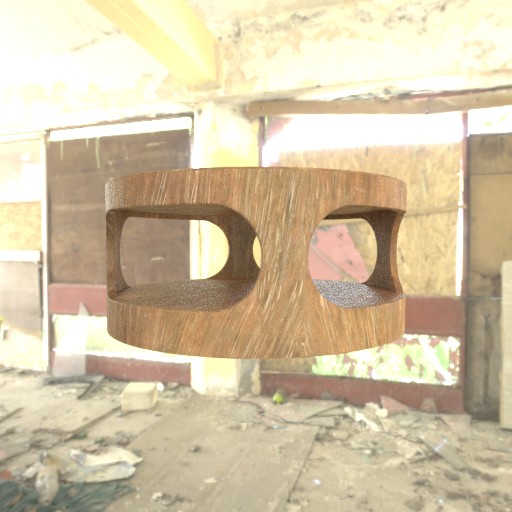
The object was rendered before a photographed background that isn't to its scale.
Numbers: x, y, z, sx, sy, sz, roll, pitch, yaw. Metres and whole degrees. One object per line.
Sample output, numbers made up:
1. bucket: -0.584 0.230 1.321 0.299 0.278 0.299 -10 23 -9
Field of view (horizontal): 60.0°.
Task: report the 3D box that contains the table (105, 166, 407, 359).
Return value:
1. table: 0.000 0.000 1.520 0.974 0.450 0.974 0 2 0
